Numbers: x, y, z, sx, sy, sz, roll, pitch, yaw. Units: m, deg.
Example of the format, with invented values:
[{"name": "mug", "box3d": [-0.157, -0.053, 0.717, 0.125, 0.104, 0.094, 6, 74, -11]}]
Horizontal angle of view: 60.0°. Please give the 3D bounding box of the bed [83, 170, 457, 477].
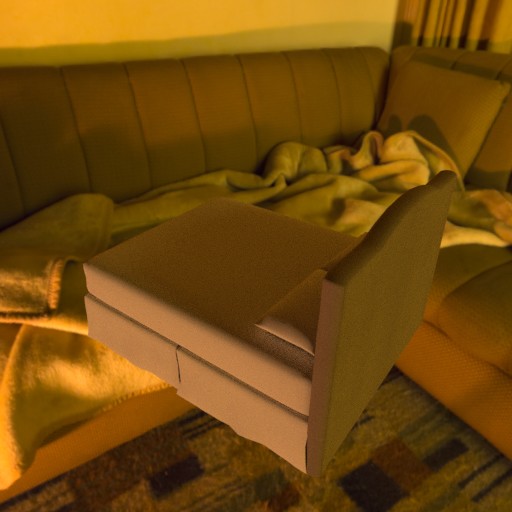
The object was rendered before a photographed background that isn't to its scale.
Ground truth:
[{"name": "bed", "box3d": [0.000, 0.000, 3.251, 2.128, 1.441, 1.744, 21, 36, 31]}]
